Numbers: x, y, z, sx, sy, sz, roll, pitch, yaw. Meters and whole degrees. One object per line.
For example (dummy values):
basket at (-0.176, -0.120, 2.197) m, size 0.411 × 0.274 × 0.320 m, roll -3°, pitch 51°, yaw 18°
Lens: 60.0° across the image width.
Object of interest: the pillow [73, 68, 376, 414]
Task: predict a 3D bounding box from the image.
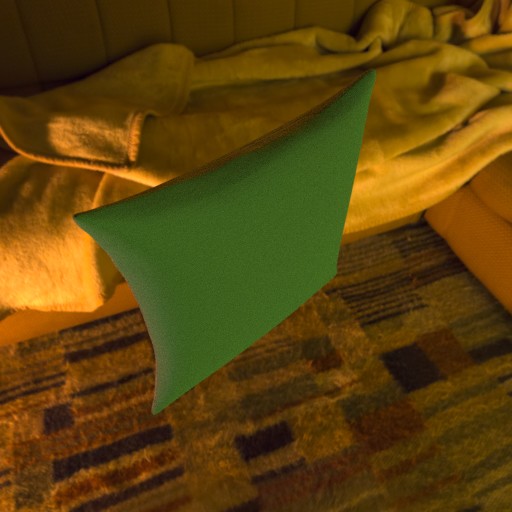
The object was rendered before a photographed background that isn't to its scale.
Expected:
pillow at (0.000, 0.000, 0.758) m, size 0.514 × 0.497 × 0.150 m, roll -33°, pitch 55°, yaw -27°
